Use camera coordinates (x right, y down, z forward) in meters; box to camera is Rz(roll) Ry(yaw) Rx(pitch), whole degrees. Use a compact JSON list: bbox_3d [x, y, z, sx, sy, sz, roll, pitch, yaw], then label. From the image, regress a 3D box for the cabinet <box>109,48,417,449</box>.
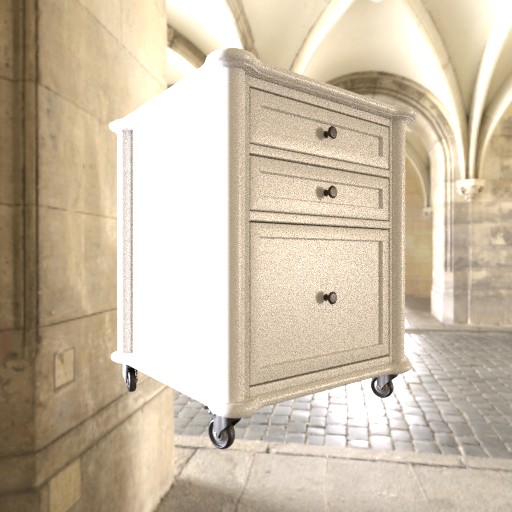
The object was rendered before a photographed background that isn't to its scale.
[{"bbox_3d":[0.000,0.000,1.216,0.628,0.761,0.627,0,0,-38],"label":"cabinet"}]
